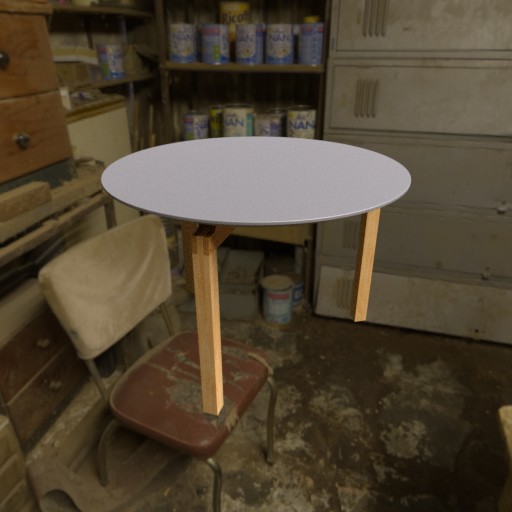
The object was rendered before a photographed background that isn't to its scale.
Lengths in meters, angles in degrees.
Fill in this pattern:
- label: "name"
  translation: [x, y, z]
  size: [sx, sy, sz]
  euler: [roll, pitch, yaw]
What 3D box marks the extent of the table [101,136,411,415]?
- label: "table"
  translation: [0.000, 0.000, 0.988]
  size: [0.600, 0.405, 0.600]
  euler: [0, 26, 0]
